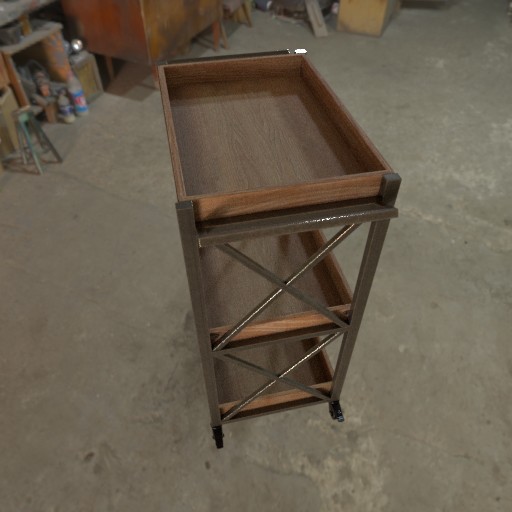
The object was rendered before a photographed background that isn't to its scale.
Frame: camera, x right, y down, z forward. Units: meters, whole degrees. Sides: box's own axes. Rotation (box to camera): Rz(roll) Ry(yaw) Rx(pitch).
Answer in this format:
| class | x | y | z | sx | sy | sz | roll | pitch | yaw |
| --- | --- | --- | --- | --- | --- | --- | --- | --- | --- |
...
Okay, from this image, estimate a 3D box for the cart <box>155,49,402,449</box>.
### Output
| class | x | y | z | sx | sy | sz | roll | pitch | yaw |
| --- | --- | --- | --- | --- | --- | --- | --- | --- | --- |
| cart | 0.000 | 0.000 | 1.185 | 0.377 | 0.835 | 0.673 | -9 | 46 | -9 |
